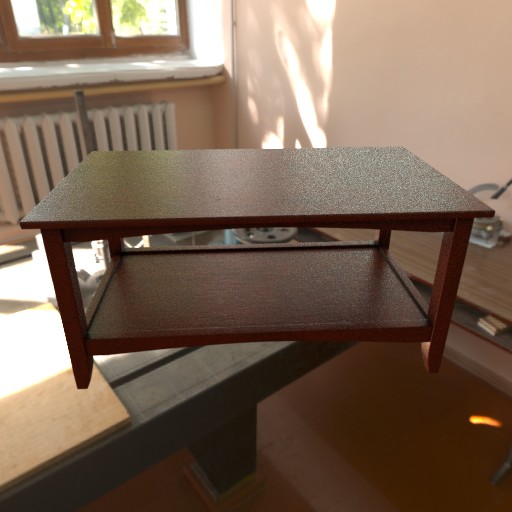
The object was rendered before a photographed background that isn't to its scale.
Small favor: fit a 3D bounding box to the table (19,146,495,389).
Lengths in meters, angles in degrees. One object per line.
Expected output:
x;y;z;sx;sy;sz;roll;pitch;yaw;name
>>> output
0.000;0.000;1.213;0.943;0.456;0.533;-2;28;-3;table
